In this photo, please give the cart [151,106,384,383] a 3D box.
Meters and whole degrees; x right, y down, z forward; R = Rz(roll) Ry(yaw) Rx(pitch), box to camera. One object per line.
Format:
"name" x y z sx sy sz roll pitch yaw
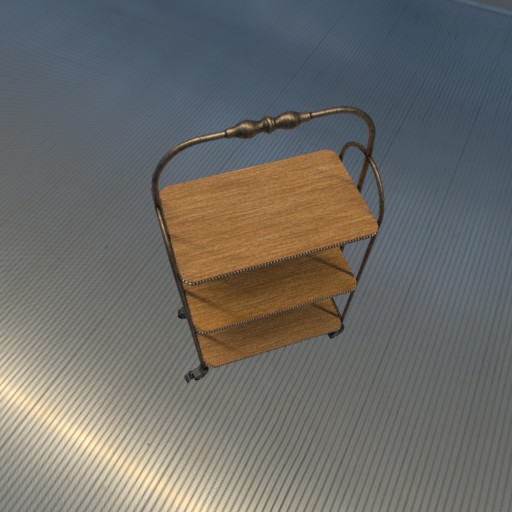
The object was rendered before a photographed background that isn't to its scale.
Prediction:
"cart" 0.000 0.000 1.377 0.650 1.052 0.330 -15 58 -10
